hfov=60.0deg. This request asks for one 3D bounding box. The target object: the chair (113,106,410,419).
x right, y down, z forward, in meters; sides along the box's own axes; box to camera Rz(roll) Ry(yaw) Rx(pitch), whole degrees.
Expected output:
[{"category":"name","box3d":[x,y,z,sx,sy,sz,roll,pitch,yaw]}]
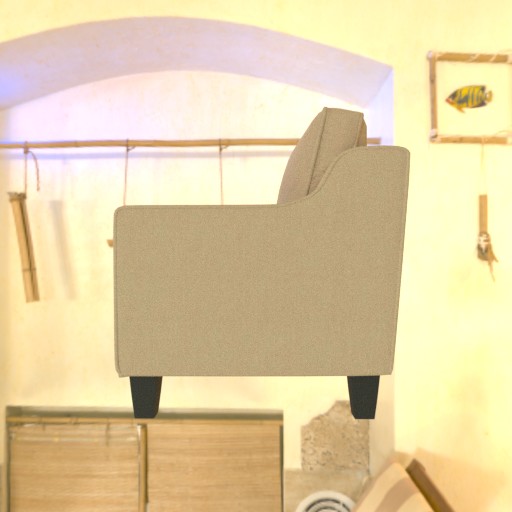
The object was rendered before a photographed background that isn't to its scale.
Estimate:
[{"category":"chair","box3d":[0.000,0.000,1.696,0.882,0.948,0.922,0,-1,1]}]
